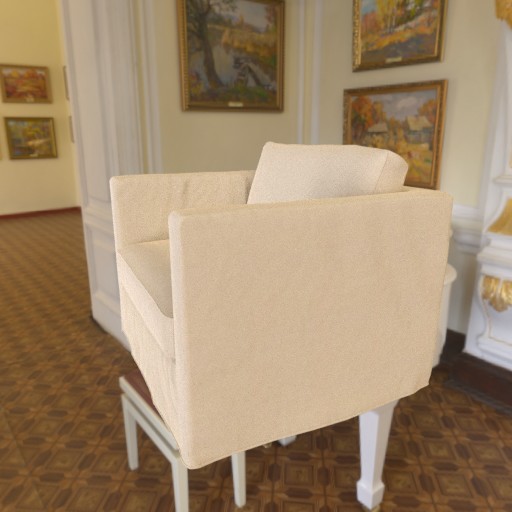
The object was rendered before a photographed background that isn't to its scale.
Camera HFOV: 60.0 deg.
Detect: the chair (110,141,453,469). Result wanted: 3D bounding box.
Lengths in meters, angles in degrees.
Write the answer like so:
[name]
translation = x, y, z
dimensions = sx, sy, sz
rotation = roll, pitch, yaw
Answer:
[chair]
translation = 0.000, 0.000, 1.736
dimensions = 0.947, 0.851, 1.057
rotation = -8, 18, -25
